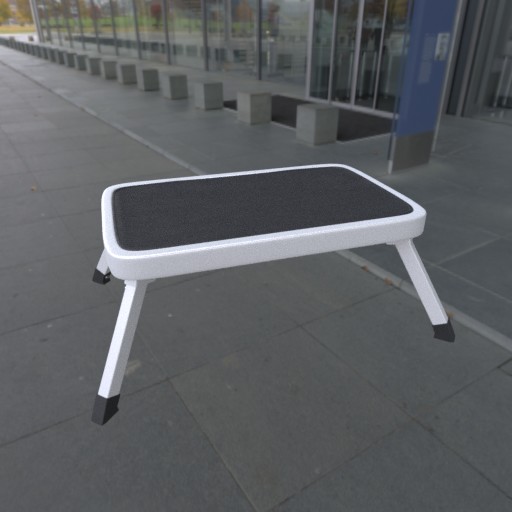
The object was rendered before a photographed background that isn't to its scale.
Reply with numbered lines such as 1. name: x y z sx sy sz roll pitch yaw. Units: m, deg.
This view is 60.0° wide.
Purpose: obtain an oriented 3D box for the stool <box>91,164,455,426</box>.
1. stool: 0.000 0.000 0.614 0.460 0.170 0.320 -9 29 -16
